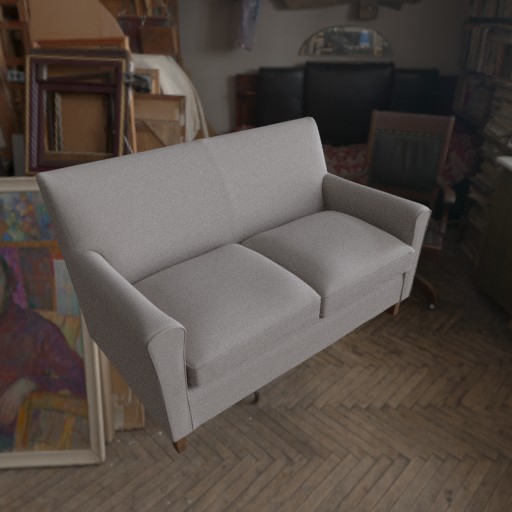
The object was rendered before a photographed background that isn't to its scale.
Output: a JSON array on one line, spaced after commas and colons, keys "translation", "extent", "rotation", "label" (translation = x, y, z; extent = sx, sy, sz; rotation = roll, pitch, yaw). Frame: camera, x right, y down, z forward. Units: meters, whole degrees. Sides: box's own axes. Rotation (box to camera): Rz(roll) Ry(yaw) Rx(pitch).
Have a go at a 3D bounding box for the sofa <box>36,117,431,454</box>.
[{"translation": [0.000, 0.000, 2.030], "extent": [1.482, 0.890, 0.888], "rotation": [-22, 37, -33], "label": "sofa"}]
